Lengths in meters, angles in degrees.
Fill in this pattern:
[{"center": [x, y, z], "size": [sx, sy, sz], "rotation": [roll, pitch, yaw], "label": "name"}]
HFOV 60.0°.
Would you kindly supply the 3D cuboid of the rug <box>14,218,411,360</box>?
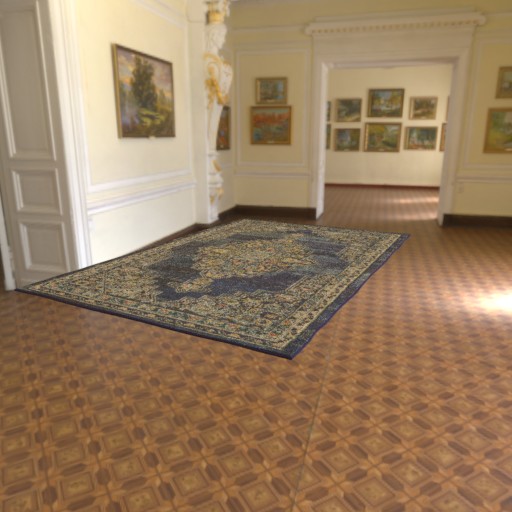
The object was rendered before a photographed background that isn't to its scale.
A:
[{"center": [0.000, 0.000, 2.203], "size": [1.184, 0.012, 1.781], "rotation": [8, 17, 27], "label": "rug"}]
